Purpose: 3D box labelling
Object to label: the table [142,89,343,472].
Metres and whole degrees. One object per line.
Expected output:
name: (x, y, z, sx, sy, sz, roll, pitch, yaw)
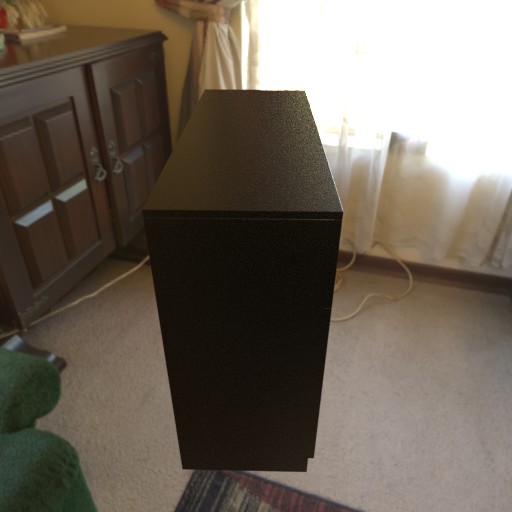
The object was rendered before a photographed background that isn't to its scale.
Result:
table: (0.000, 0.000, 1.380, 0.380, 0.790, 0.930, 1, 33, 1)
